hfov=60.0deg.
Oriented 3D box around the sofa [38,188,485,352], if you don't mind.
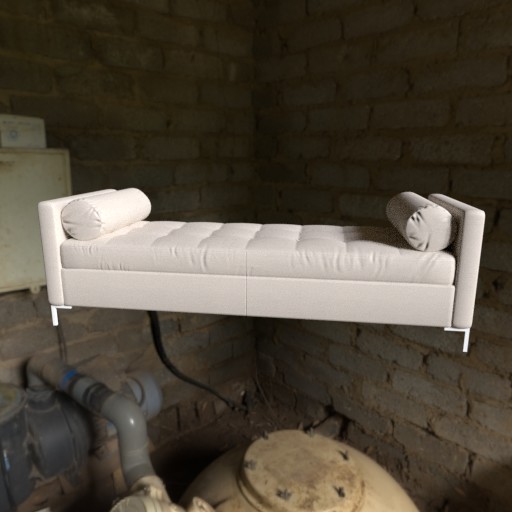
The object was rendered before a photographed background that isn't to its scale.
[{"bbox_3d":[0.000,0.000,2.323,1.981,0.635,0.686,2,14,9],"label":"sofa"}]
